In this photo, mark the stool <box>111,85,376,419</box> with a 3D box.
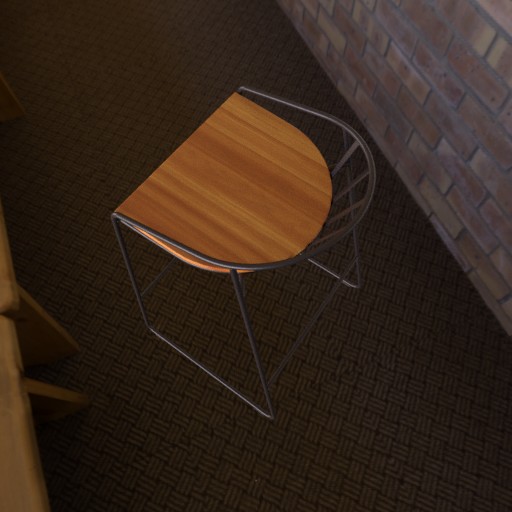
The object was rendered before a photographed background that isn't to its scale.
[{"bbox_3d":[0.000,0.000,1.180,0.521,0.812,0.546,32,68,15],"label":"stool"}]
